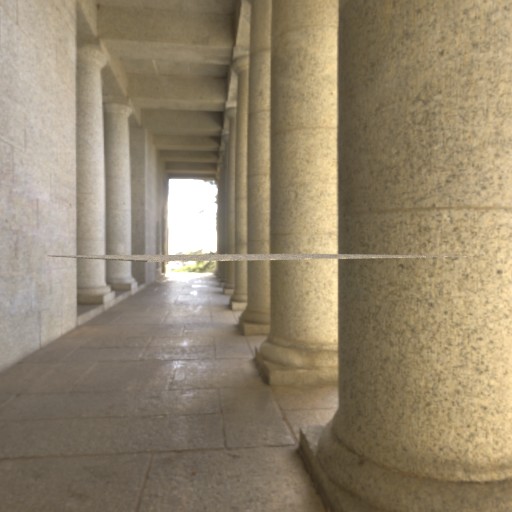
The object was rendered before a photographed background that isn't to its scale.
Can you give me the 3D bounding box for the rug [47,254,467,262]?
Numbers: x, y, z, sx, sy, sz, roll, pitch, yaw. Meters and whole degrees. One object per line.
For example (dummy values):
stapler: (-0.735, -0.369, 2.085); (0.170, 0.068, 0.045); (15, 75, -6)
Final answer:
rug: (0.000, 0.000, 3.831); (2.892, 0.006, 2.283); (-1, 1, -36)
